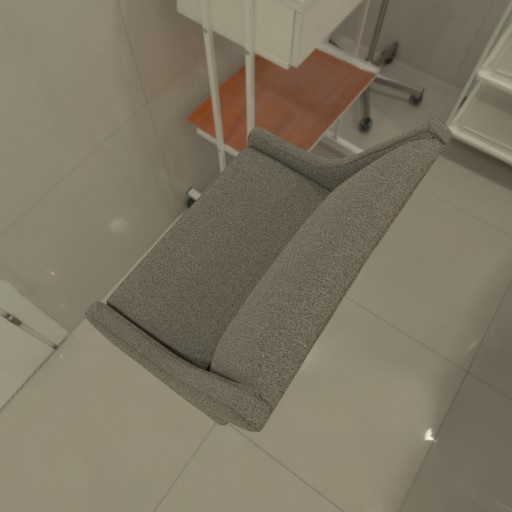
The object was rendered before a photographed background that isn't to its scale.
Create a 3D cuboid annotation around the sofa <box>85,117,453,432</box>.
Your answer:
[{"bbox_3d":[0.000,0.000,1.873,0.862,1.026,1.242,32,68,15],"label":"sofa"}]
